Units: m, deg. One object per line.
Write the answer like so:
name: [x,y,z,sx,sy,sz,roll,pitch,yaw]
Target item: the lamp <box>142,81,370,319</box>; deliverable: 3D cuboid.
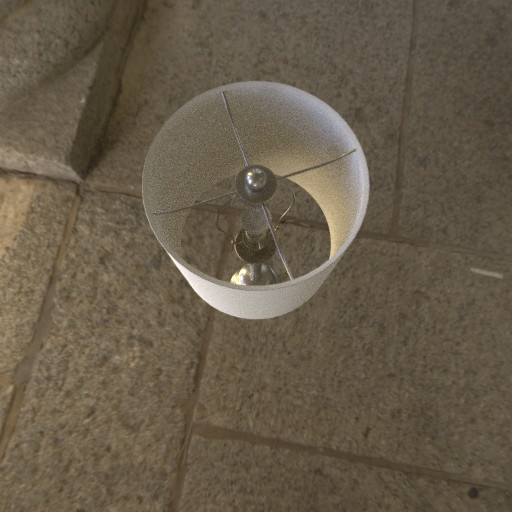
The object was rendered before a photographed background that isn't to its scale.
lamp: [0.000,0.000,0.814,0.254,0.690,0.254,-18,76,-5]
